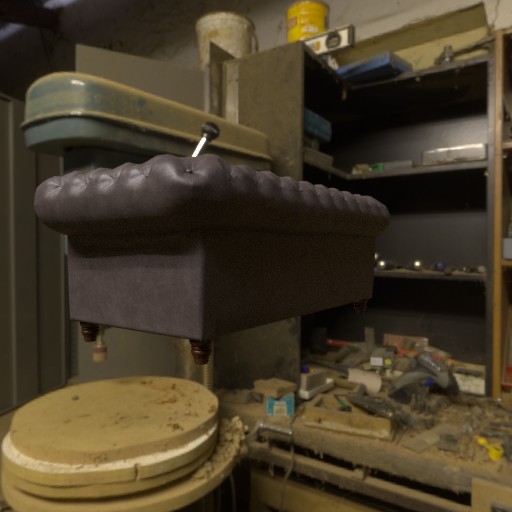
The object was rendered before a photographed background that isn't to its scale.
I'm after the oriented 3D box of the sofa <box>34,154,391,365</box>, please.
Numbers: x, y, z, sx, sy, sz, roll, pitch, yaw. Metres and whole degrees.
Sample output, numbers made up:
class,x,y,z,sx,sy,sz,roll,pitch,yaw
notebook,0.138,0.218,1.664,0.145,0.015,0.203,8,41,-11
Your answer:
class,x,y,z,sx,sy,sz,roll,pitch,yaw
sofa,0.000,0.000,2.478,0.944,0.779,2.048,1,1,35
